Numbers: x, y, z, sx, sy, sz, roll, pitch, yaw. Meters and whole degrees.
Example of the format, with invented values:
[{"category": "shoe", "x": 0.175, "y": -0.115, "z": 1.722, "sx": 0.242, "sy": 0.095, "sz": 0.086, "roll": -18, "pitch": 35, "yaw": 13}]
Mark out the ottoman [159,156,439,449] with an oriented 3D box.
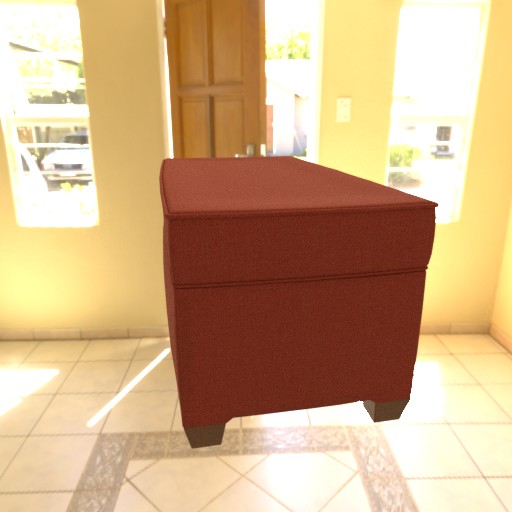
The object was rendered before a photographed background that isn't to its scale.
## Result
[{"category": "ottoman", "x": 0.000, "y": 0.000, "z": 1.215, "sx": 0.497, "sy": 0.454, "sz": 0.948, "roll": -4, "pitch": 18, "yaw": -11}]
